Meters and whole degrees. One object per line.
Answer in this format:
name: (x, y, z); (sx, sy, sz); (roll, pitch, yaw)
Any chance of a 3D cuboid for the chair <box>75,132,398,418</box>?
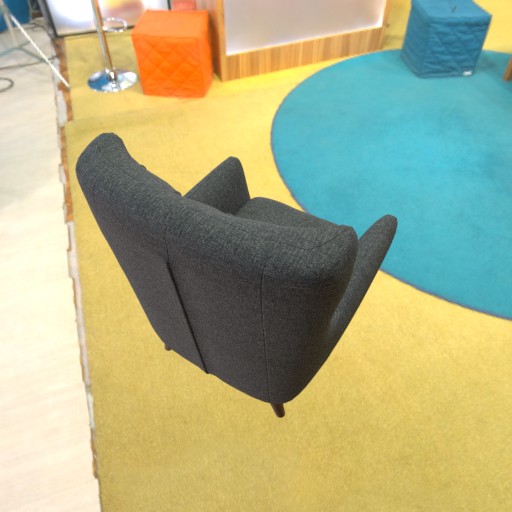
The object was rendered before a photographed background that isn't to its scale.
chair: (0.000, 0.000, 1.729); (0.878, 1.063, 0.904); (25, 52, 21)
